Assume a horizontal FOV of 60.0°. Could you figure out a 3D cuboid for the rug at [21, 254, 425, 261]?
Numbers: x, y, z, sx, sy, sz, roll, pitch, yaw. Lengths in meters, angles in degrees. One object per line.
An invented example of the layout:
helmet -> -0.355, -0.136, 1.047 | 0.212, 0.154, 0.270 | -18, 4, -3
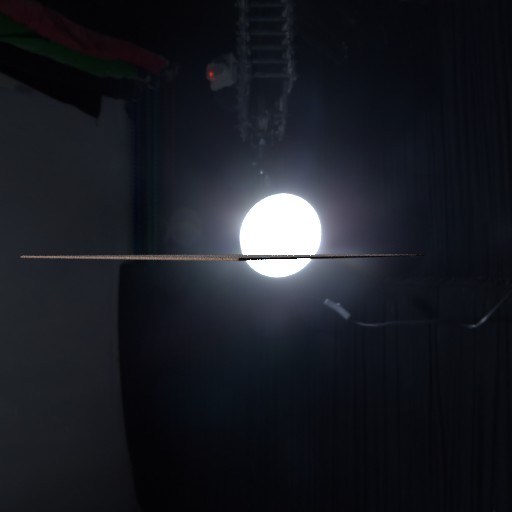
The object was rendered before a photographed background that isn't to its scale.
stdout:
rug -> 0.000, 0.000, 2.892 | 1.524, 0.011, 2.286 | 0, 1, 36
